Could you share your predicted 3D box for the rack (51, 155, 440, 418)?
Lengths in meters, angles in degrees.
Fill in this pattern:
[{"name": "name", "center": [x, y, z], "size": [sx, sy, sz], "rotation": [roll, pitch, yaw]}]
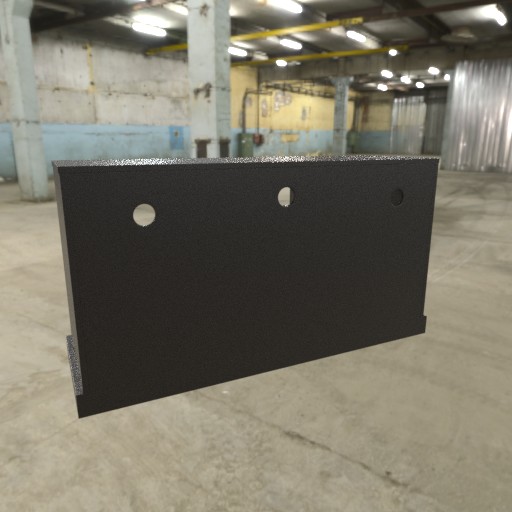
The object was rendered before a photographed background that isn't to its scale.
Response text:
[{"name": "rack", "center": [0.000, 0.000, 1.487], "size": [1.206, 0.635, 0.399], "rotation": [-7, 16, -25]}]
